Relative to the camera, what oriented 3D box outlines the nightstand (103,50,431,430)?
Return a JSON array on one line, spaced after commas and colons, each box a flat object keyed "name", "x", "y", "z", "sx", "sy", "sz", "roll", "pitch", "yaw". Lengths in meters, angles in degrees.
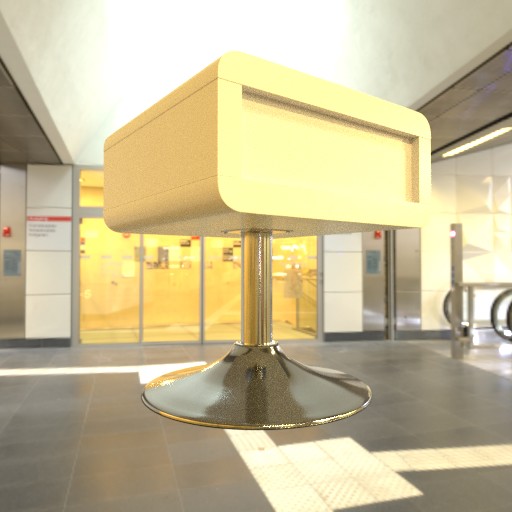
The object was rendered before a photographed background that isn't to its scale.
[{"name": "nightstand", "x": 0.000, "y": 0.000, "z": 0.751, "sx": 0.399, "sy": 0.447, "sz": 0.404, "roll": 1, "pitch": -1, "yaw": -36}]
